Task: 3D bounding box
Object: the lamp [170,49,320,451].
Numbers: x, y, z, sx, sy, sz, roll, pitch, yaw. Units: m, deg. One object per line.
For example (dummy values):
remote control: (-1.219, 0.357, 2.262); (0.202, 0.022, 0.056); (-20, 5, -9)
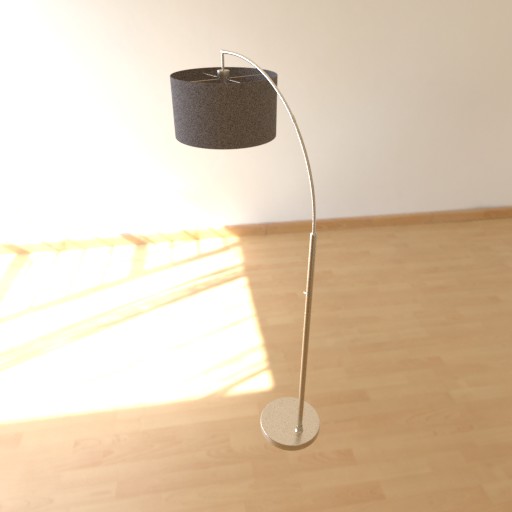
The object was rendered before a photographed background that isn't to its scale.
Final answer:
lamp: (0.000, 0.000, 2.093); (0.452, 1.735, 0.934); (-19, 35, -29)
